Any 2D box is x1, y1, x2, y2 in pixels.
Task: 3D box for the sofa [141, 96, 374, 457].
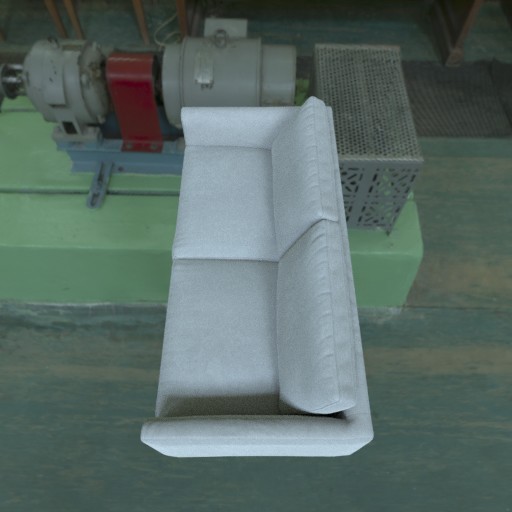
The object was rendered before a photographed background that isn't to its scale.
[{"bbox_3d":[0.000,0.000,2.789,1.090,0.838,2.588,0,59,0],"label":"sofa"}]
